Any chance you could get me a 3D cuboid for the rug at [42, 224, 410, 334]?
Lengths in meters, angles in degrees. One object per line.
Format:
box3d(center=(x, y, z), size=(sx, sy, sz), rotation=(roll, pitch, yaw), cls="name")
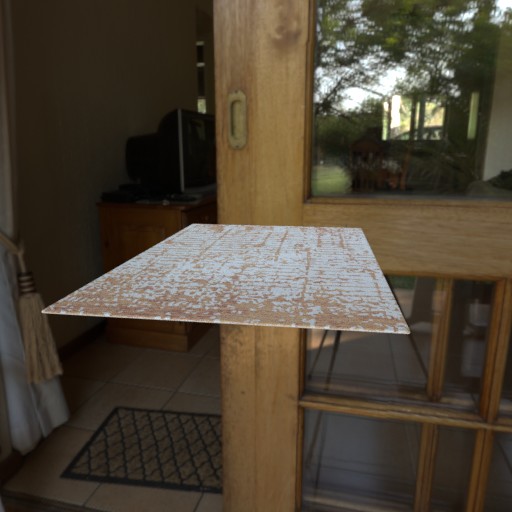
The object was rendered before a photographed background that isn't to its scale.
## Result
box3d(center=(0.000, 0.000, 2.310), size=(1.219, 0.011, 1.829), rotation=(2, 14, 8), cls="rug")
